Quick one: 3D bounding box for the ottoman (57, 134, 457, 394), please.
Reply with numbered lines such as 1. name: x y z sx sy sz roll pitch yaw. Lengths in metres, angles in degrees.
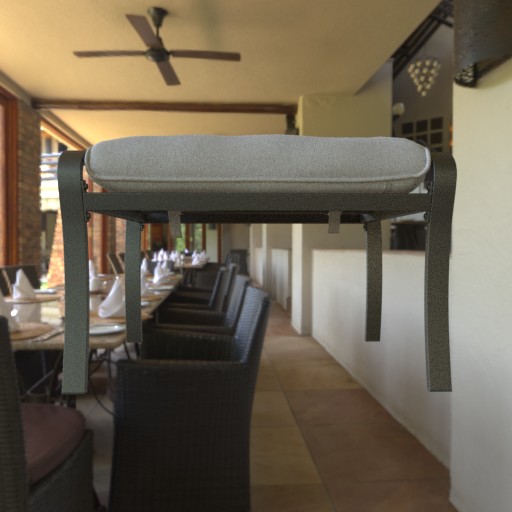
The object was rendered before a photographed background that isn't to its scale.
1. ottoman: 0.000 0.000 0.879 0.610 0.422 0.406 0 1 -1
